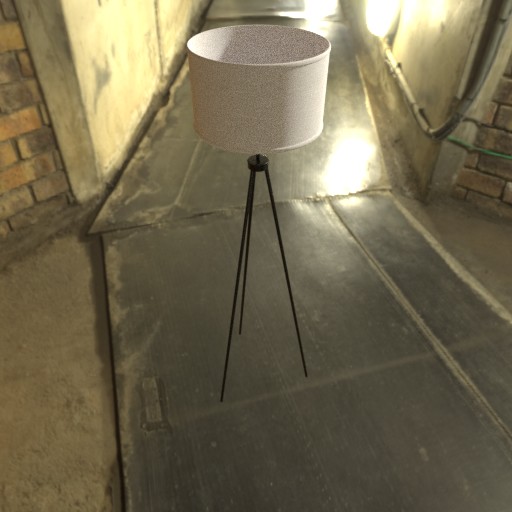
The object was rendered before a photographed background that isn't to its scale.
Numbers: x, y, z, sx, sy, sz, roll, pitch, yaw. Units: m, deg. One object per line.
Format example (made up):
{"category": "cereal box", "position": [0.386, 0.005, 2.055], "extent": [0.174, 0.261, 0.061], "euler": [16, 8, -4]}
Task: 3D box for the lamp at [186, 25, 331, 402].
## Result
{"category": "lamp", "position": [0.000, 0.000, 1.737], "extent": [0.448, 1.545, 0.458], "euler": [24, 46, 26]}
